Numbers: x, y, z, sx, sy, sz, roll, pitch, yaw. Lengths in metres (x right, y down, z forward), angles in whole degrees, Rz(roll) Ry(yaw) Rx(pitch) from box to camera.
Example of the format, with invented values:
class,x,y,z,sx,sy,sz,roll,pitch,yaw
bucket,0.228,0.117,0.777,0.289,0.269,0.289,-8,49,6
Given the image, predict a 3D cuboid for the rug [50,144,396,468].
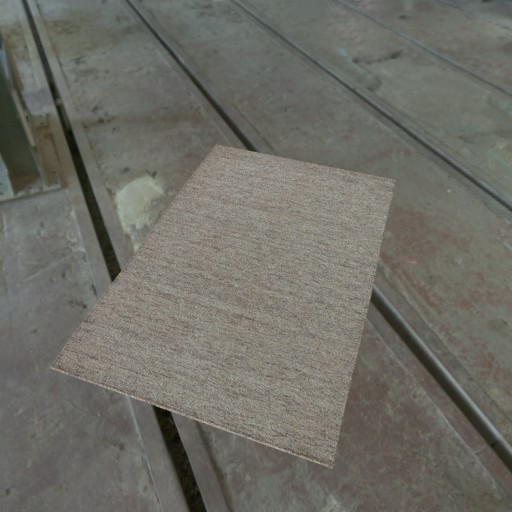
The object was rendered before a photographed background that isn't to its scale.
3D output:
class,x,y,z,sx,sy,sz,roll,pitch,yaw
rug,0.000,0.000,2.932,1.547,0.013,2.283,14,48,13
